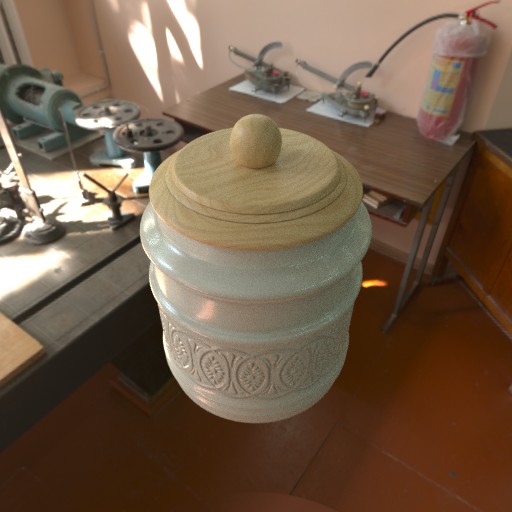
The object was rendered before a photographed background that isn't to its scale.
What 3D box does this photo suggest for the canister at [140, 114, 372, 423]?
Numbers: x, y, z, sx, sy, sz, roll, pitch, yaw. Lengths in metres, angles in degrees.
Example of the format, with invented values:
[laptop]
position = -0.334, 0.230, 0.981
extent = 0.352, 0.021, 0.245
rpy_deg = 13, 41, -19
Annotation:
[canister]
position = 0.000, 0.000, 0.271
extent = 0.130, 0.176, 0.130
rpy_deg = 0, 40, 0
